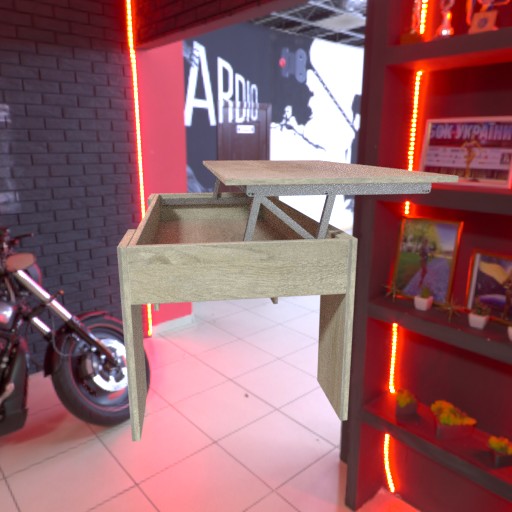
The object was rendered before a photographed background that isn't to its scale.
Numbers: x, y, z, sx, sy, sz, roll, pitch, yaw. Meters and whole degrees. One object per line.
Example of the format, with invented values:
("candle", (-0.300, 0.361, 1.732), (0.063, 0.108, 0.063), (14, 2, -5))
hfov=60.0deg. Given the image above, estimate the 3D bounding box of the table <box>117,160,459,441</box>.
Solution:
("table", (0.000, 0.000, 1.433), (0.711, 0.570, 1.000), (-2, 14, -9))
